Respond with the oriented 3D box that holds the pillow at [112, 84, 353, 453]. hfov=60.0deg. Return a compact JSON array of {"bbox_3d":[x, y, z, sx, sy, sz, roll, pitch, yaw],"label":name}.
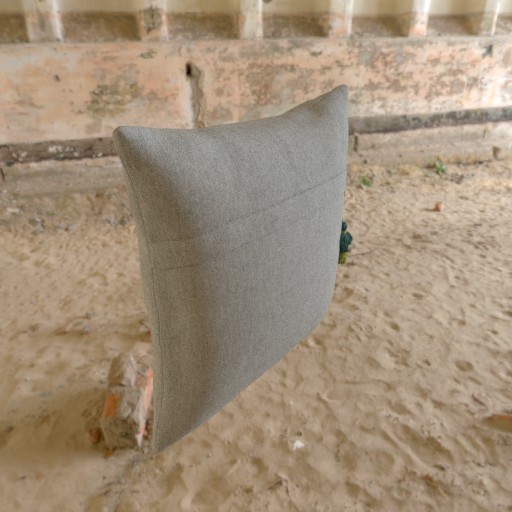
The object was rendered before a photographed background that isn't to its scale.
[{"bbox_3d":[0.000,0.000,0.648,0.173,0.436,0.433,20,33,33],"label":"pillow"}]
